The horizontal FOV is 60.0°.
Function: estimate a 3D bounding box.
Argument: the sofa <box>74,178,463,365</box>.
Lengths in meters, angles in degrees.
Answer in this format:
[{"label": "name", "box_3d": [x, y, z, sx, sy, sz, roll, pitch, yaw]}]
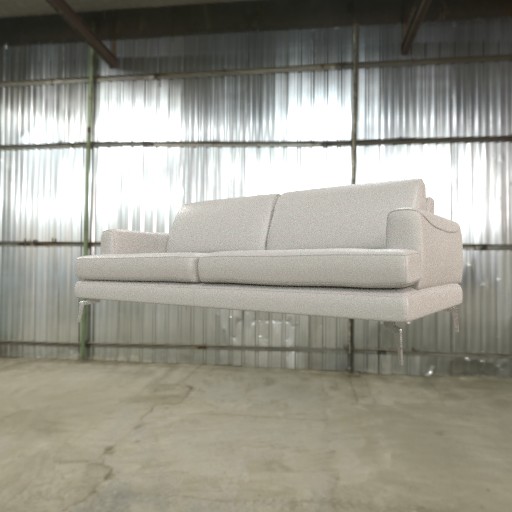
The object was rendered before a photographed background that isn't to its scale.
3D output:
[{"label": "sofa", "box_3d": [0.000, 0.000, 2.411, 1.940, 0.765, 0.974, -1, -1, 36]}]
